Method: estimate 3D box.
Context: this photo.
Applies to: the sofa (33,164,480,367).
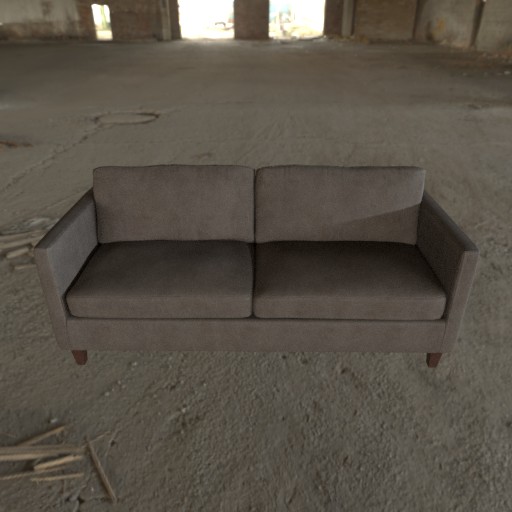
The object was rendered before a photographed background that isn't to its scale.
[{"bbox_3d":[0.000,0.000,2.661,2.208,0.965,0.951,0,29,1],"label":"sofa"}]
